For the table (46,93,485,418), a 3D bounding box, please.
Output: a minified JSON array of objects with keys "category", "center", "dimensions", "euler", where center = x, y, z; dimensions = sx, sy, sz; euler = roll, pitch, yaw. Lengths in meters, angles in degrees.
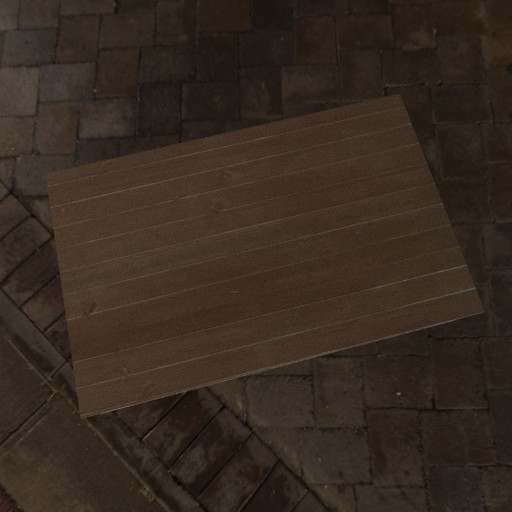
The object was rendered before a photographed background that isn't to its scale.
[{"category":"table","center":[0.000,0.000,1.678],"dimensions":[1.299,0.413,0.827],"euler":[-14,75,-4]}]
